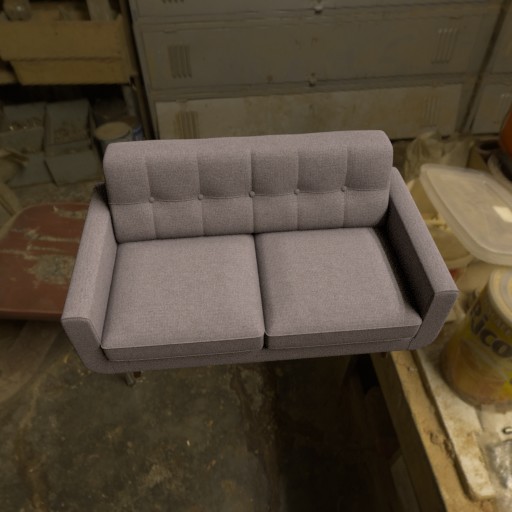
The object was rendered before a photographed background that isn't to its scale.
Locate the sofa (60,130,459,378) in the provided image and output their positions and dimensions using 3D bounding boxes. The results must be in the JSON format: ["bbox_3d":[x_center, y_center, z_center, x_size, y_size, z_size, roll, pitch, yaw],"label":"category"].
[{"bbox_3d":[0.000,0.000,2.178,1.631,0.841,0.909,-4,47,-3],"label":"sofa"}]
